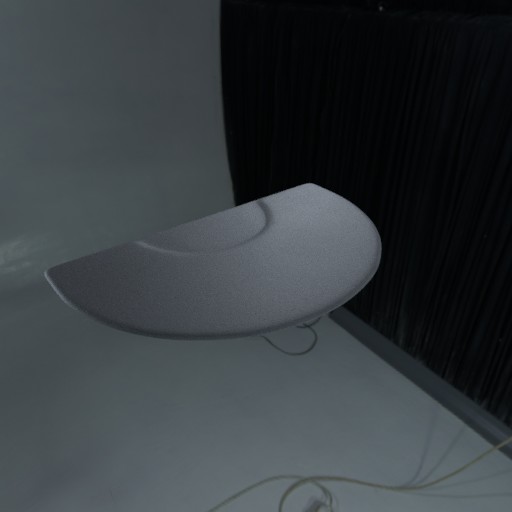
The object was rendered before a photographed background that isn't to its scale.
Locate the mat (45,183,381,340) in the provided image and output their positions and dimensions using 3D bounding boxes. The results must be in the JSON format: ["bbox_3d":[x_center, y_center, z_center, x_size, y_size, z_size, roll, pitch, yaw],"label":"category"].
[{"bbox_3d":[0.000,0.000,1.911,1.525,0.016,0.917,-22,38,-31],"label":"mat"}]
